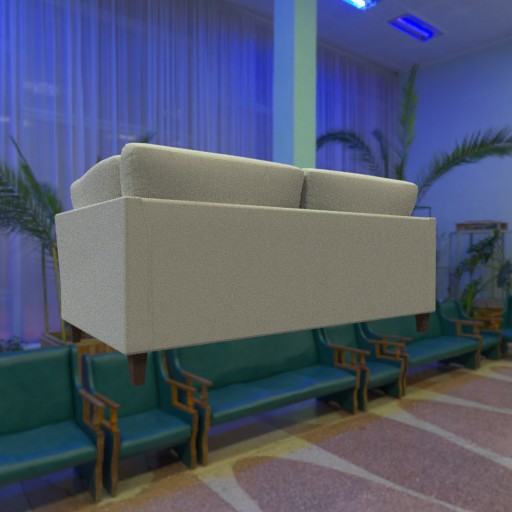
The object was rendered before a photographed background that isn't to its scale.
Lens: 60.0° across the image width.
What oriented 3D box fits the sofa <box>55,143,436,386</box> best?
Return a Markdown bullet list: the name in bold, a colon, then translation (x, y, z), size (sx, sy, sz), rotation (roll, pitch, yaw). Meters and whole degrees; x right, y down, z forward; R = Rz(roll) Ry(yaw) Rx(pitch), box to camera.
- **sofa**: translation (0.000, 0.000, 2.310), size (1.776, 0.836, 0.970), rotation (-1, 1, -35)
